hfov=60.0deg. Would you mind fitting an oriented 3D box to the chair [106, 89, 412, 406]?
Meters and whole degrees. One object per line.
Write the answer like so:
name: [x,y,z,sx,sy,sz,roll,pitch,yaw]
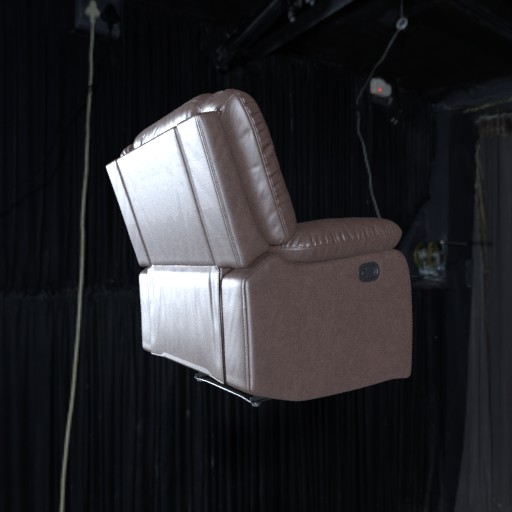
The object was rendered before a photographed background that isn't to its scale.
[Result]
chair: [0.000,0.000,1.730,0.934,1.009,0.899,1,-1,-36]
